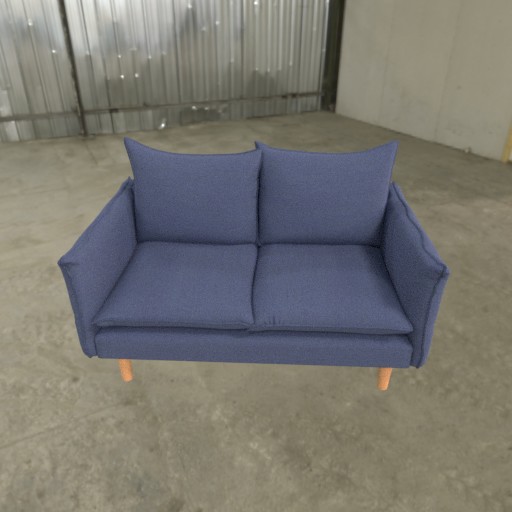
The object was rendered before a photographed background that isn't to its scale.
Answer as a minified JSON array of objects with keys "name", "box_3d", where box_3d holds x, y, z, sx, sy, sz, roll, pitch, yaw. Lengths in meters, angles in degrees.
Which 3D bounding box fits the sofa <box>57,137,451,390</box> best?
[{"name":"sofa","box_3d":[0.000,0.000,1.829,1.300,0.840,0.820,1,29,2]}]
